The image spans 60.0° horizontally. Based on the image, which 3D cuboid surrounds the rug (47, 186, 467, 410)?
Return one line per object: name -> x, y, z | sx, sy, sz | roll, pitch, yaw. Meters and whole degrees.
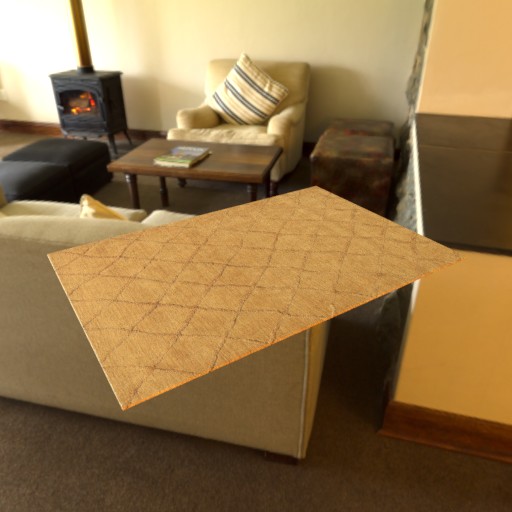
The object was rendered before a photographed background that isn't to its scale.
rug -> 0.000, 0.000, 2.909 | 2.292, 0.014, 1.528 | -18, 34, -28
